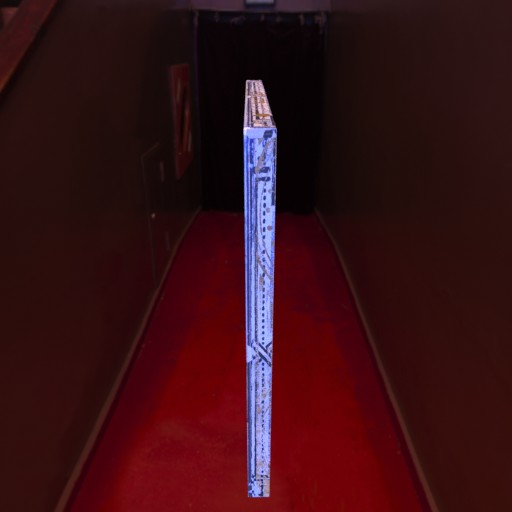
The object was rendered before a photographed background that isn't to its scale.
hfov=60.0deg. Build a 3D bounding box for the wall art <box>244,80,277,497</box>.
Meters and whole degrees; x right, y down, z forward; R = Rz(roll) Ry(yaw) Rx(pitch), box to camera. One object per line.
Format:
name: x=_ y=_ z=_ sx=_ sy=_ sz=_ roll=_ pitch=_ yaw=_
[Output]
wall art: x=0.000 y=0.000 z=0.886 sx=0.036 sy=0.607 sz=0.609 roll=0 pitch=26 yaw=-1
